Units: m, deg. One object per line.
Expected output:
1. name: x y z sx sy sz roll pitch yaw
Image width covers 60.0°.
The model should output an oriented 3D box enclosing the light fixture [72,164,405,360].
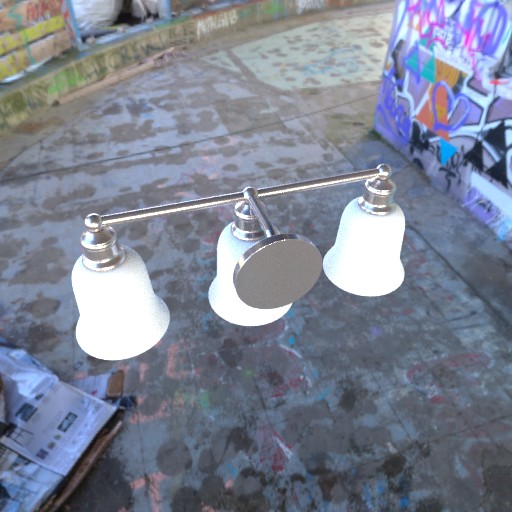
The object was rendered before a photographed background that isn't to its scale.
1. light fixture: 0.000 0.000 0.667 0.570 0.211 0.198 -12 42 -13
